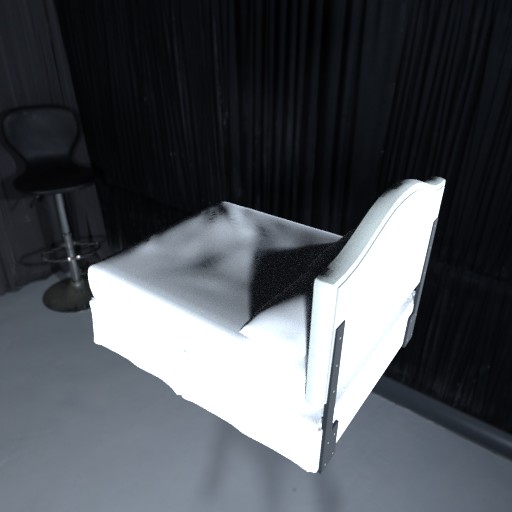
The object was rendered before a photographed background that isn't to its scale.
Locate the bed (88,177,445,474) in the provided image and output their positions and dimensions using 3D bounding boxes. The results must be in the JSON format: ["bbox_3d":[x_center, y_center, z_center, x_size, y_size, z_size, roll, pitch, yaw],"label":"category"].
[{"bbox_3d":[0.000,0.000,3.445,2.180,1.607,1.813,20,35,31],"label":"bed"}]
